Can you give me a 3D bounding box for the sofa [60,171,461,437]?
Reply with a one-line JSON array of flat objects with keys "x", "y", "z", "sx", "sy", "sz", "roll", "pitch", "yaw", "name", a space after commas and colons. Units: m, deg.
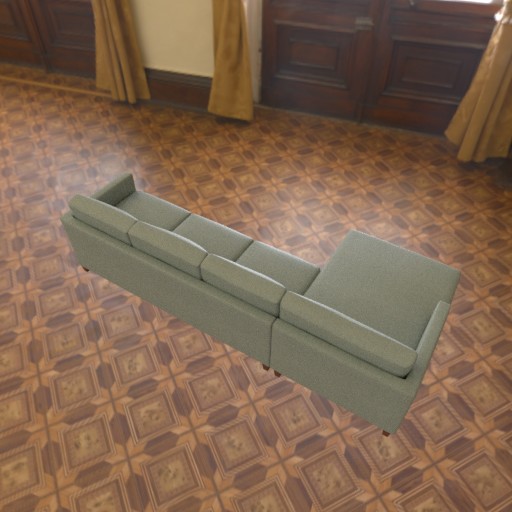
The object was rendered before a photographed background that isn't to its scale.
[{"x": 0.000, "y": 0.000, "z": 4.216, "sx": 3.470, "sy": 0.953, "sz": 1.600, "roll": 24, "pitch": 50, "yaw": 22, "name": "sofa"}]
